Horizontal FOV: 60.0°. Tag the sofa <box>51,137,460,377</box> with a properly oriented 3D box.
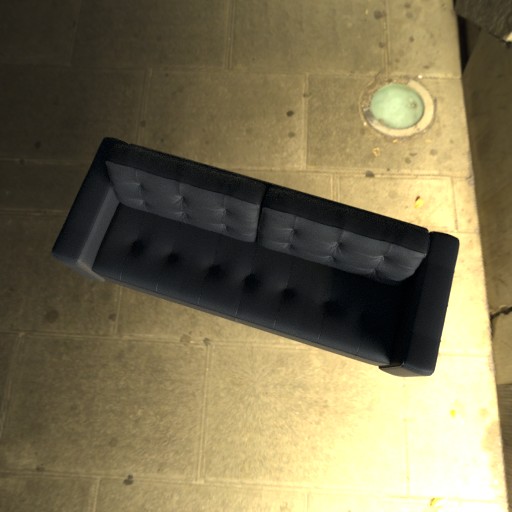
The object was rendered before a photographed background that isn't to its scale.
[{"bbox_3d":[0.000,0.000,2.738,2.275,0.893,0.833,17,75,5],"label":"sofa"}]
